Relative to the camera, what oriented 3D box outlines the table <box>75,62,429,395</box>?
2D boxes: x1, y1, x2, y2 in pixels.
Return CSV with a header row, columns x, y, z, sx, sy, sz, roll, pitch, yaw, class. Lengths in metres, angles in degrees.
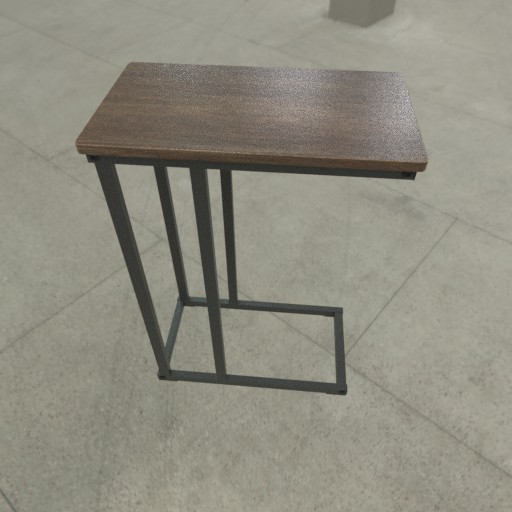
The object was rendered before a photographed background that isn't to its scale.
x,y,z,sx,sy,sz,roll,pitch,yaw,class
0.000,0.000,0.873,0.450,0.637,0.254,4,46,4,table
